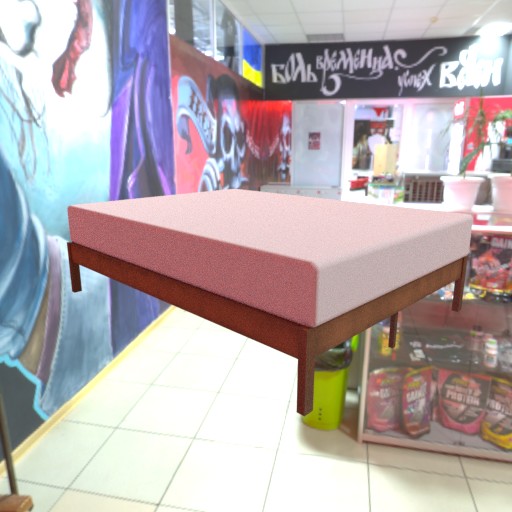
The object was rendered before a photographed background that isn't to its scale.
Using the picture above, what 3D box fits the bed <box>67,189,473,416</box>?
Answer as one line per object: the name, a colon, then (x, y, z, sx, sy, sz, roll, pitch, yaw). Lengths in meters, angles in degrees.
bed: (0.000, 0.000, 2.801, 2.050, 0.593, 1.529, 14, 20, 43)
